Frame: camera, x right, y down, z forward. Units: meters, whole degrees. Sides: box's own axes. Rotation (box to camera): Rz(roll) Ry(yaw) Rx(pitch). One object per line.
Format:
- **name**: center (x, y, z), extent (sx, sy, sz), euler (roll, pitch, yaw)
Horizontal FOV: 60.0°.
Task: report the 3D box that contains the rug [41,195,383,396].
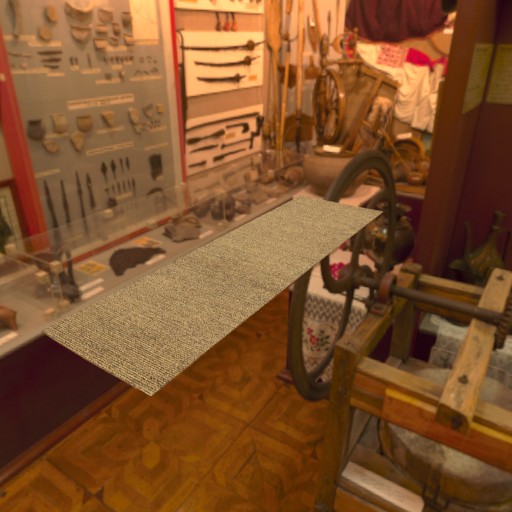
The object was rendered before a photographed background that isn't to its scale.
- **rug**: center (0.000, 0.000, 2.635), extent (0.697, 0.013, 2.335), euler (17, 31, 31)
